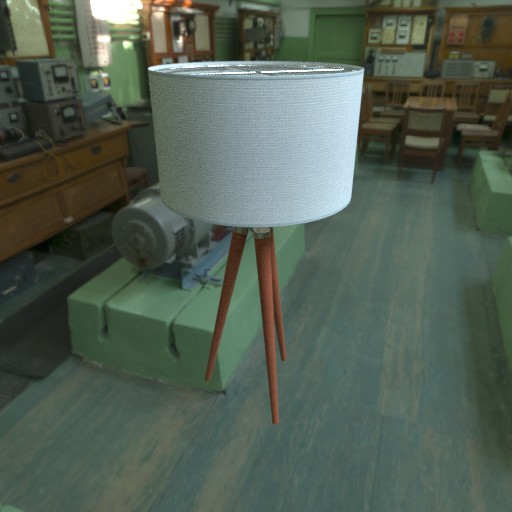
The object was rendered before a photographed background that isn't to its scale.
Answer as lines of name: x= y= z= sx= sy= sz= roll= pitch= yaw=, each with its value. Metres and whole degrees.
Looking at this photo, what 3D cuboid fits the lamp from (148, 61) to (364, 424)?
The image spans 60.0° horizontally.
lamp: x=0.000 y=0.000 z=0.902 sx=0.354 sy=0.709 sz=0.355 roll=9 pitch=28 yaw=17
